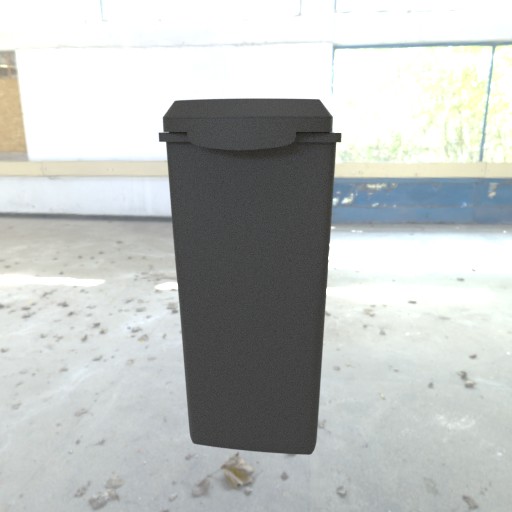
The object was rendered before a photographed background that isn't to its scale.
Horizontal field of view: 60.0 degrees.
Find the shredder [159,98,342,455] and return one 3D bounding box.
[{"bbox_3d":[0.000,0.000,0.515,0.170,0.335,0.320,2,16,7],"label":"shredder"}]
